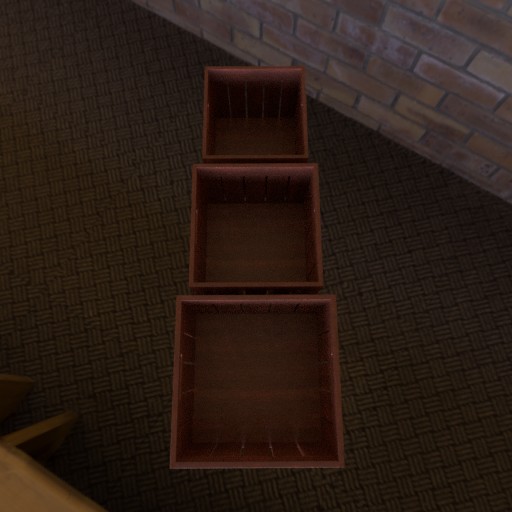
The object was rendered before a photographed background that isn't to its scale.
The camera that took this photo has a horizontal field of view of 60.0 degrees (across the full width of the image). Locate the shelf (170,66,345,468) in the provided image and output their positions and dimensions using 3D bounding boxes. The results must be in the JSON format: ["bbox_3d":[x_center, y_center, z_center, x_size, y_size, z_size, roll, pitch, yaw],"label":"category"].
[{"bbox_3d":[0.000,0.000,1.280,0.393,0.311,1.064,0,75,0],"label":"shelf"}]
